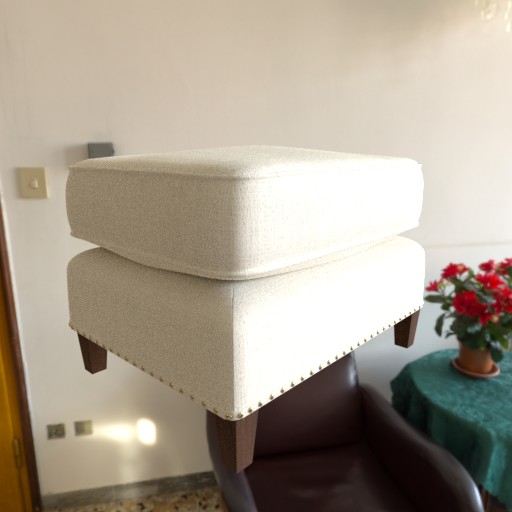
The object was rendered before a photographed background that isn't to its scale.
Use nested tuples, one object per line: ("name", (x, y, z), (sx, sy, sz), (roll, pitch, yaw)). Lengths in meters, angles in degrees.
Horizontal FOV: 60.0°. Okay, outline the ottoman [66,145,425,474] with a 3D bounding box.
("ottoman", (0.000, 0.000, 1.105), (0.589, 0.537, 0.738), (12, 18, 41))
